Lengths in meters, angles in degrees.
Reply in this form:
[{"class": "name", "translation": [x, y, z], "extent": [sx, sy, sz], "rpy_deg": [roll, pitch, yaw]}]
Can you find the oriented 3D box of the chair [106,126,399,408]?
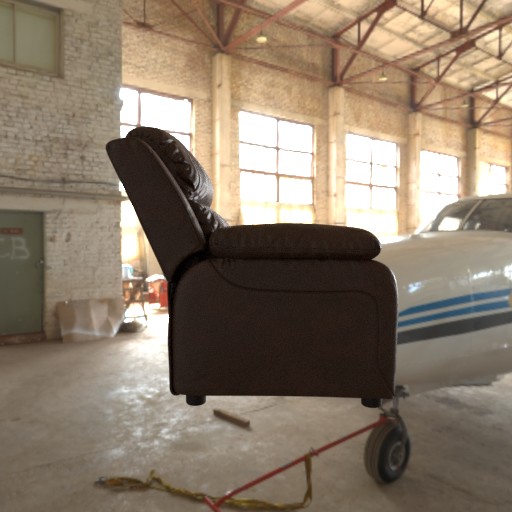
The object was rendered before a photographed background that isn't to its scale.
[{"class": "chair", "translation": [0.000, 0.000, 1.315], "extent": [0.707, 0.702, 0.680], "rpy_deg": [0, 2, 0]}]
